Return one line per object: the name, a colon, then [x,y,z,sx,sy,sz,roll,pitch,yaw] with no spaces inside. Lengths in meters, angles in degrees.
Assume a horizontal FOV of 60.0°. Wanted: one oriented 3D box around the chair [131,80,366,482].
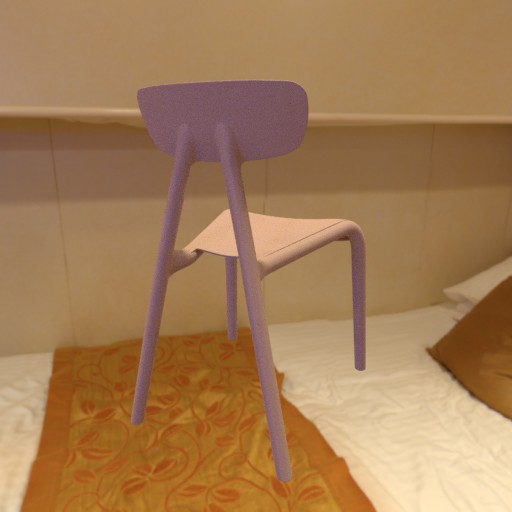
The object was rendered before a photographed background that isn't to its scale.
chair: [0.000,0.000,0.833,0.356,0.580,0.401,8,18,26]
